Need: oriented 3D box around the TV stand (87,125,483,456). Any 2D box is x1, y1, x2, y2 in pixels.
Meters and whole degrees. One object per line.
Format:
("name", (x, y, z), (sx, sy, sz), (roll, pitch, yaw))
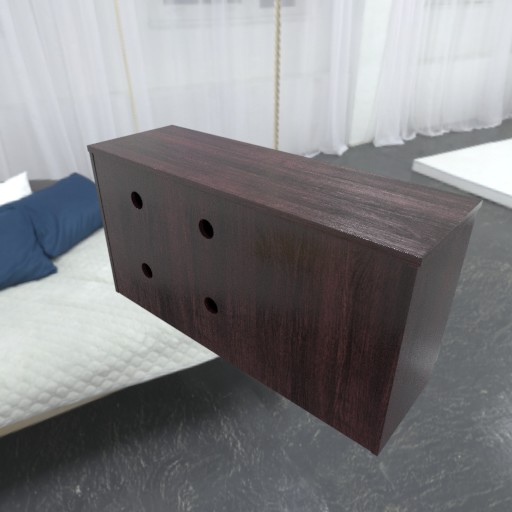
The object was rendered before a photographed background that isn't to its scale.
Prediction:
("TV stand", (0.000, 0.000, 1.484), (1.192, 0.614, 0.404), (23, 37, 34))
